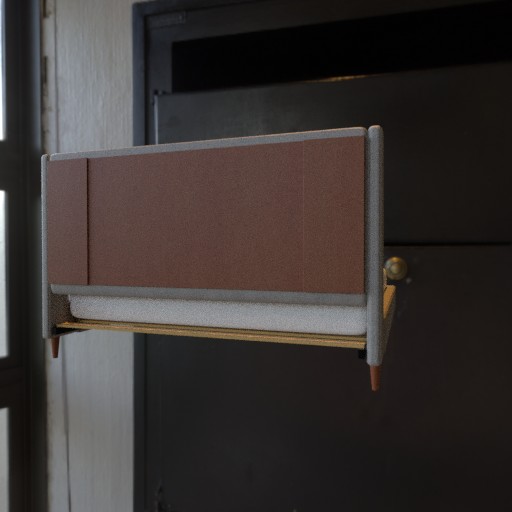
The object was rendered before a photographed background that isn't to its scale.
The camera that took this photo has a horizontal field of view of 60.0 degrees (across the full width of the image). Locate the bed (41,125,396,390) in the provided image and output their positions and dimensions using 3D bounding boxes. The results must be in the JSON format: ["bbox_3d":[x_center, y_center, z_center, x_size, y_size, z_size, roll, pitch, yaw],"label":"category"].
[{"bbox_3d":[0.000,0.000,3.524,2.062,1.289,2.342,0,1,19],"label":"bed"}]
